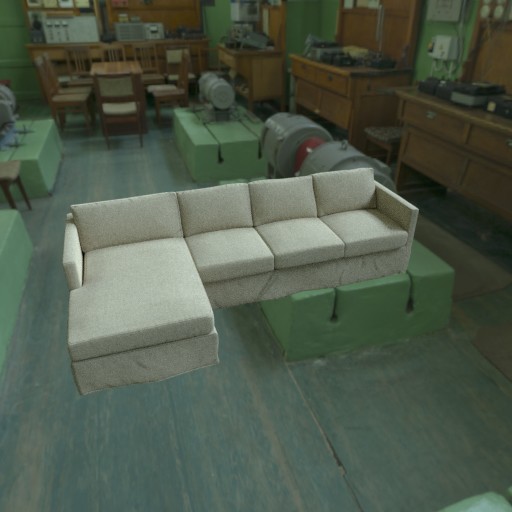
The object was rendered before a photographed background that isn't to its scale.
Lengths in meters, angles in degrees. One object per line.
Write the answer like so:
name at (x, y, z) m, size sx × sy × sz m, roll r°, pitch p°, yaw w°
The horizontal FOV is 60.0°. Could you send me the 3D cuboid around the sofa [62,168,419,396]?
sofa at (0.000, 0.000, 3.975) m, size 3.205 × 0.922 × 1.650 m, roll -10°, pitch 32°, yaw -16°
